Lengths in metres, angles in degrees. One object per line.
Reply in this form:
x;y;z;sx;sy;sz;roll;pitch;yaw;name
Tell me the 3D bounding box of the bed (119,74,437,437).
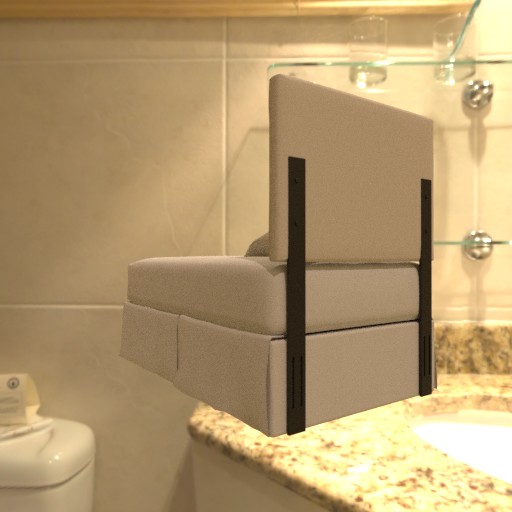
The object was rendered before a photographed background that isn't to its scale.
0.000;0.000;3.018;1.261;1.571;1.997;0;0;-35;bed
